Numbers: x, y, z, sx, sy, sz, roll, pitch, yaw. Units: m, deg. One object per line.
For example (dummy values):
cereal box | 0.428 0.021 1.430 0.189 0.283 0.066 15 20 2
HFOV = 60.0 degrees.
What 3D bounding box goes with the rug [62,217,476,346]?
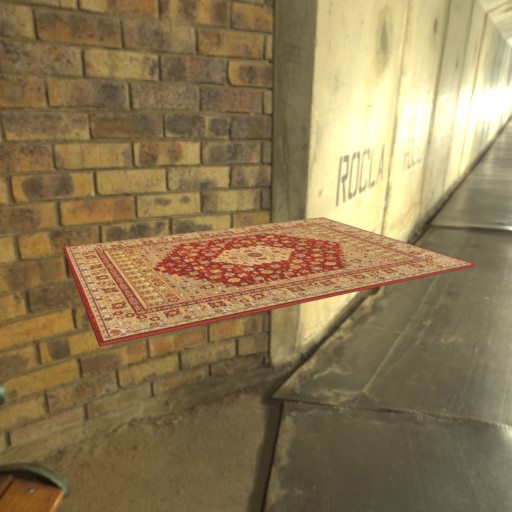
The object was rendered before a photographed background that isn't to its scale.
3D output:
rug | 0.000 0.000 2.898 2.211 0.013 1.593 -9 19 -26
